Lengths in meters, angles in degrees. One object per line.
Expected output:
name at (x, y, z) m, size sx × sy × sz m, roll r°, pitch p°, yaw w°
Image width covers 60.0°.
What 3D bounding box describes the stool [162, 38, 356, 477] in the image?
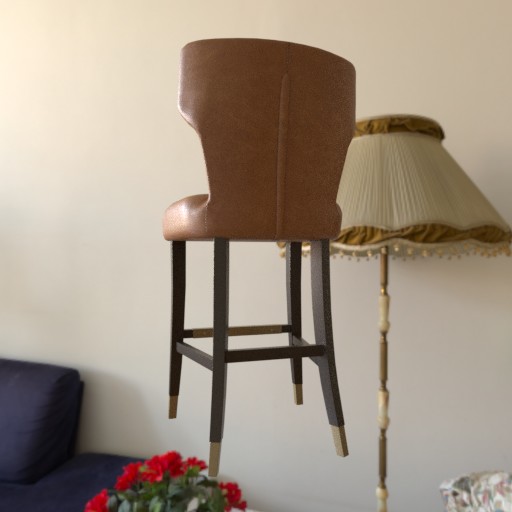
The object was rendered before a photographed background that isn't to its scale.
stool at (0.000, 0.000, 1.365) m, size 0.526 × 1.092 × 0.563 m, roll 0°, pitch 0°, yaw -18°
